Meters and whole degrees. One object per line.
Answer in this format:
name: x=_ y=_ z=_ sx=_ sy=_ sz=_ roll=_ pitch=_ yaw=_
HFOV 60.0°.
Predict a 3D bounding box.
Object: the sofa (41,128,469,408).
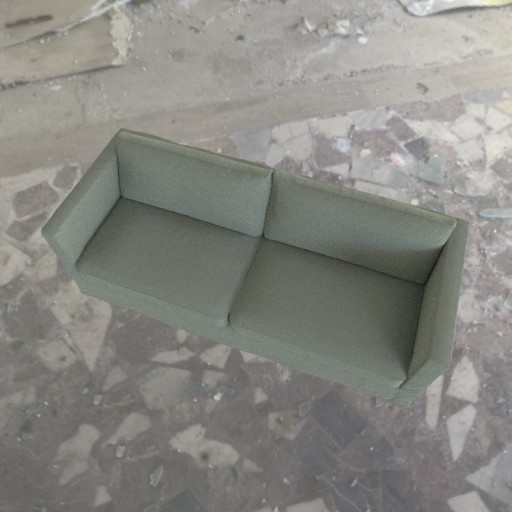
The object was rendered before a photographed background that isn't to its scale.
sofa: x=0.000 y=0.000 z=2.756 sx=2.312 sy=0.853 sz=0.962 roll=17 pitch=59 yaw=11
